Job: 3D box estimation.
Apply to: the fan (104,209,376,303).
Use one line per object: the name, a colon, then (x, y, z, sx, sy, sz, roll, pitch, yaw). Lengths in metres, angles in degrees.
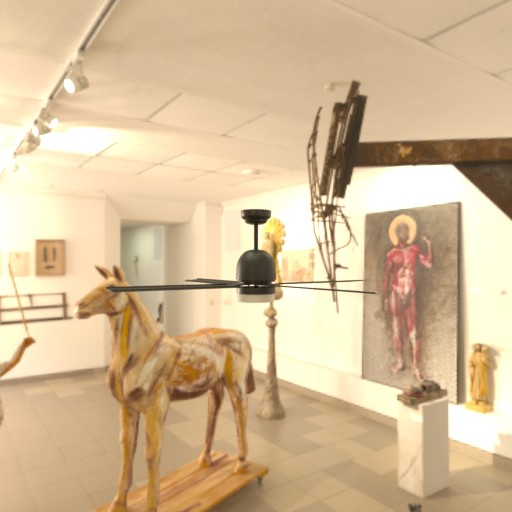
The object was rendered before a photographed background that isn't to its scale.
fan: (0.000, 0.000, 2.007, 1.319, 0.410, 1.319, 1, -1, -35)
